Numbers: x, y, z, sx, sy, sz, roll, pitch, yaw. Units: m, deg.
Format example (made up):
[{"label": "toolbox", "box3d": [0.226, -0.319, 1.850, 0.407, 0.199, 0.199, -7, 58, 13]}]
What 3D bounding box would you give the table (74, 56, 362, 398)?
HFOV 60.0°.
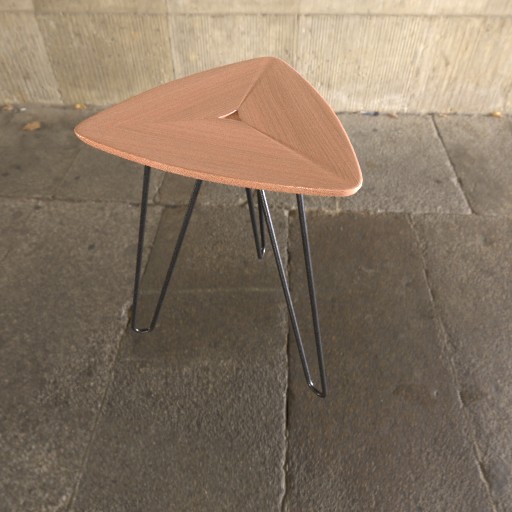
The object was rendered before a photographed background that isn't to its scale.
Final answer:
[{"label": "table", "box3d": [0.000, 0.000, 0.887, 0.442, 0.564, 0.455, -32, 54, -28]}]
